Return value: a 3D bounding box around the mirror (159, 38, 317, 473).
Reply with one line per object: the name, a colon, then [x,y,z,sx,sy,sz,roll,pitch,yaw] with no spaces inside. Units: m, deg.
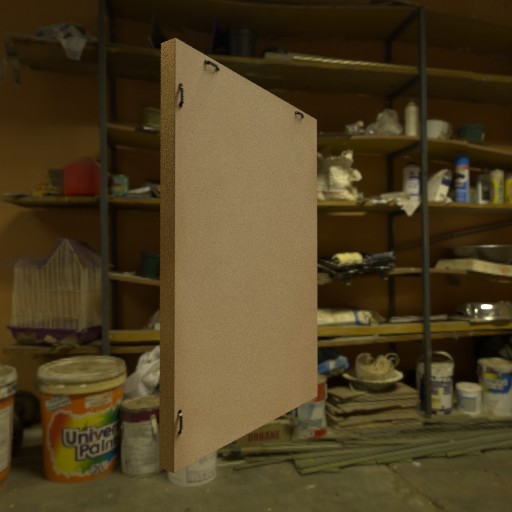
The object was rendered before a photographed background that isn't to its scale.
mirror: [0.000,0.000,0.939,0.039,0.710,0.507,-1,-1,35]
